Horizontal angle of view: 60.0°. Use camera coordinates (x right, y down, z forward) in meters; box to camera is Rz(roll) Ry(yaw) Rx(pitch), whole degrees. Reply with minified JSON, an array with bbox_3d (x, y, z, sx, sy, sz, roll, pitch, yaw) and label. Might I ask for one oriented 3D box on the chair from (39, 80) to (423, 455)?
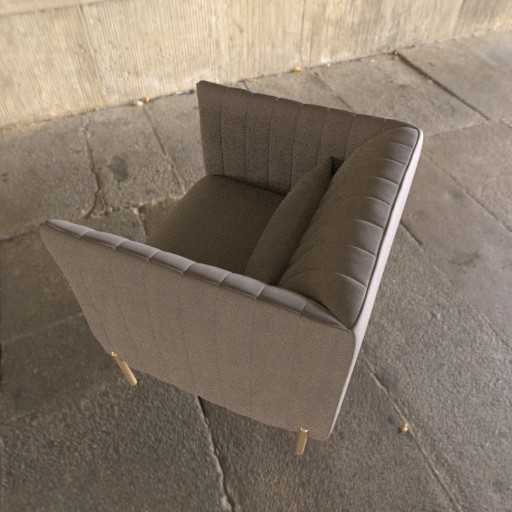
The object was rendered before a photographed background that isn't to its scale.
[{"bbox_3d":[0.000,0.000,1.594,0.873,0.779,0.981,18,50,16],"label":"chair"}]
